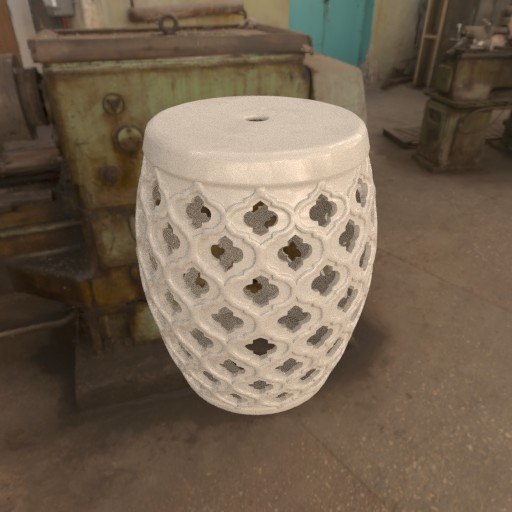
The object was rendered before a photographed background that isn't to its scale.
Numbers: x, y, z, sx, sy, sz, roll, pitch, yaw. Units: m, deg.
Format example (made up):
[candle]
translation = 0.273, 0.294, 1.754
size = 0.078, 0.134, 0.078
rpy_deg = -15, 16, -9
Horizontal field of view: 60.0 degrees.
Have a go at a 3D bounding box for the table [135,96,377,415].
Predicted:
[table]
translation = 0.000, 0.000, 0.632
size = 0.325, 0.388, 0.325
rpy_deg = 0, 32, 0
